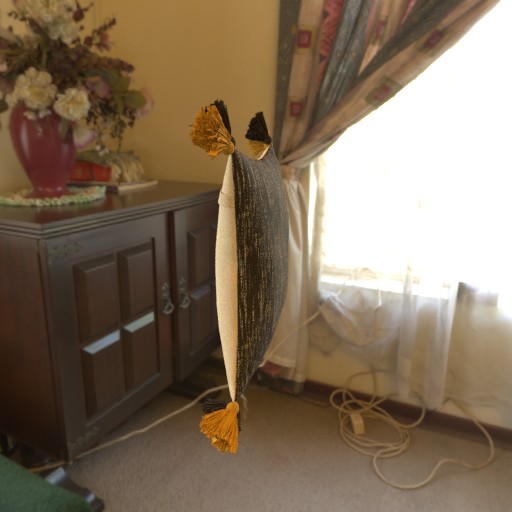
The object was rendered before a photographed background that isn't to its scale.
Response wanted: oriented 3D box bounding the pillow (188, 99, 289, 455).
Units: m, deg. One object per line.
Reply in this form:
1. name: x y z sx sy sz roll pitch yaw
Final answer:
1. pillow: 0.000 0.000 1.015 0.139 0.659 0.654 3 15 10
